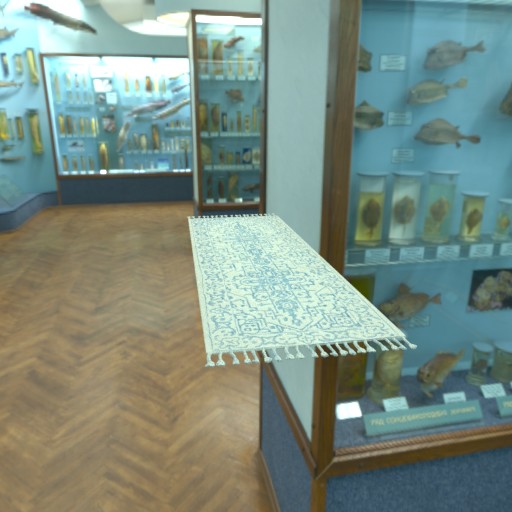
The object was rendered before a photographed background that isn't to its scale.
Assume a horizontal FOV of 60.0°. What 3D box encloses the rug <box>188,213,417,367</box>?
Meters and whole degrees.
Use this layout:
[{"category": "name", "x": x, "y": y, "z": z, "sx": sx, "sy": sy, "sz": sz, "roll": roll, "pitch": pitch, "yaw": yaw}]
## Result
[{"category": "rug", "x": 0.000, "y": 0.000, "z": 2.698, "sx": 0.774, "sy": 0.011, "sz": 2.449, "roll": -3, "pitch": 17, "yaw": -9}]
